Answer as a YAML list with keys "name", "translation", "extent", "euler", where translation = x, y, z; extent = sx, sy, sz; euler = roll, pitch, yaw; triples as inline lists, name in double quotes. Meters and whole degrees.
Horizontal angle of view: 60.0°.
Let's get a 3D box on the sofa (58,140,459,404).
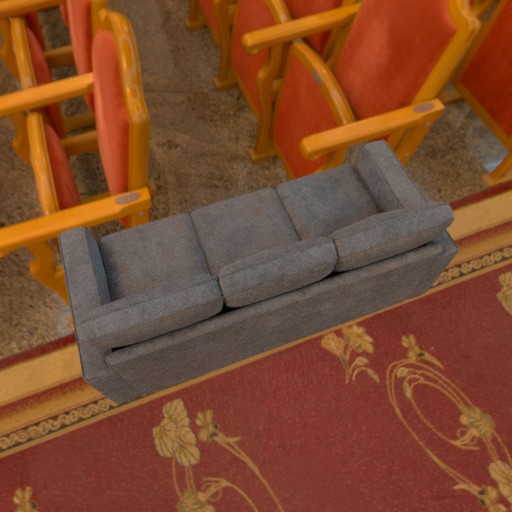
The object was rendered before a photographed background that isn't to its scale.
- name: "sofa"
  translation: [0.000, 0.000, 2.671]
  extent: [2.133, 0.965, 0.939]
  euler: [-18, 62, -10]
